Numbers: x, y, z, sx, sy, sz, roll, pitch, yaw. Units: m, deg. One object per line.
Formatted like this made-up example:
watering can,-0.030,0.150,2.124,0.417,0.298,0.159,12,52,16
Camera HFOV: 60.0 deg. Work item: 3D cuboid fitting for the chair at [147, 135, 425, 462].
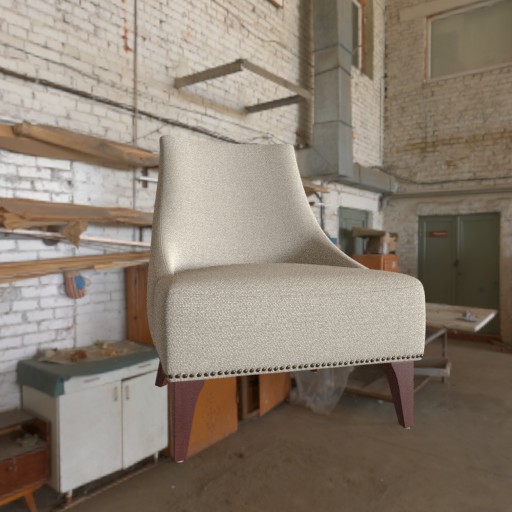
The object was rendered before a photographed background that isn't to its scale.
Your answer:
chair,0.000,0.000,1.450,0.701,0.909,0.861,0,2,-18
